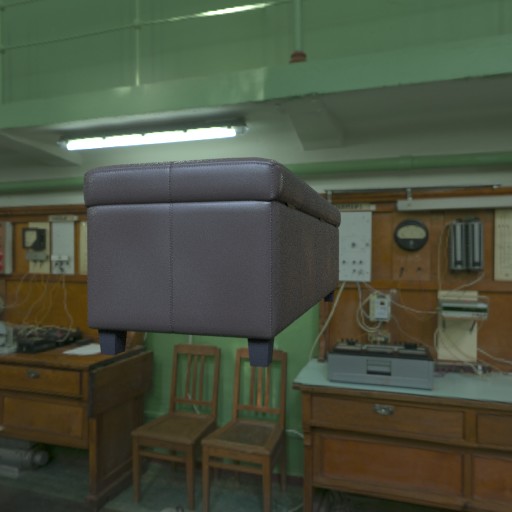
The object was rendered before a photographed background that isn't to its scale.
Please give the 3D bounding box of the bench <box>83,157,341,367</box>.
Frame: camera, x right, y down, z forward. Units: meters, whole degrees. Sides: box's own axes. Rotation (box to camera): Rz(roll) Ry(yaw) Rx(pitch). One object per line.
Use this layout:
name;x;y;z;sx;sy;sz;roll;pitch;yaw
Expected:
bench;0.000;0.000;1.468;0.450;0.417;1.219;0;1;16
